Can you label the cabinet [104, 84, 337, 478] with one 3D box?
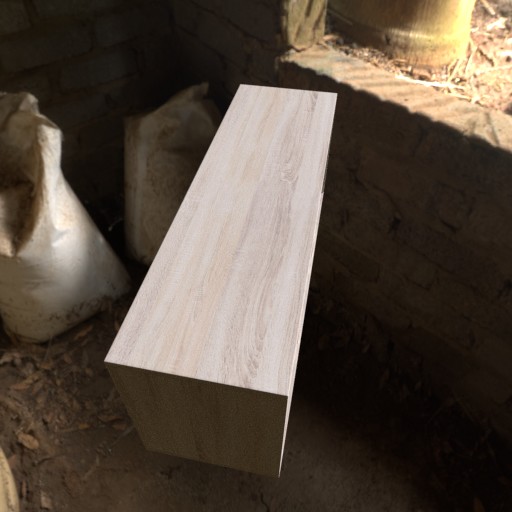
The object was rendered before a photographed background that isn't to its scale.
[{"bbox_3d":[0.000,0.000,1.992,0.500,0.780,1.650,8,47,8],"label":"cabinet"}]
